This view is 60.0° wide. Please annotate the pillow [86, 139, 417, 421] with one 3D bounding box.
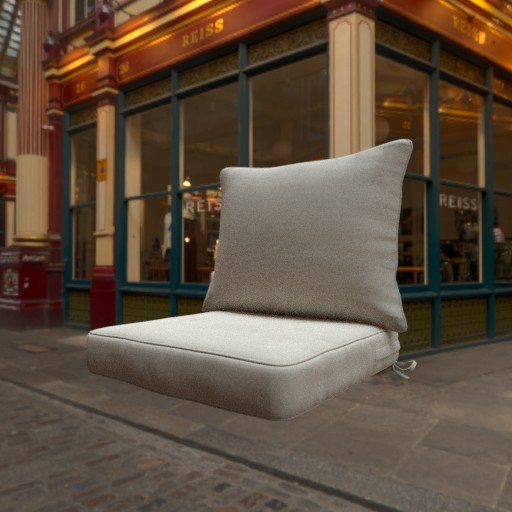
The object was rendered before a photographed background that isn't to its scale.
[{"bbox_3d":[0.000,0.000,1.336,0.798,0.716,0.733,0,0,36],"label":"pillow"}]
